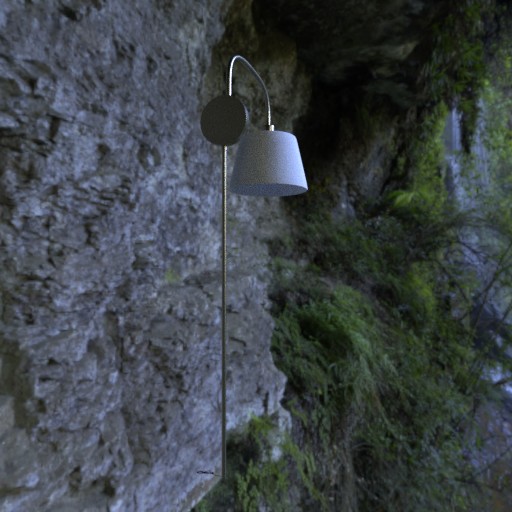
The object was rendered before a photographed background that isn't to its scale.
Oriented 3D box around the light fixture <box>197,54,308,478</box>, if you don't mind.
[{"bbox_3d":[0.000,0.000,0.480,0.092,0.399,0.176,0,-1,20],"label":"light fixture"}]
